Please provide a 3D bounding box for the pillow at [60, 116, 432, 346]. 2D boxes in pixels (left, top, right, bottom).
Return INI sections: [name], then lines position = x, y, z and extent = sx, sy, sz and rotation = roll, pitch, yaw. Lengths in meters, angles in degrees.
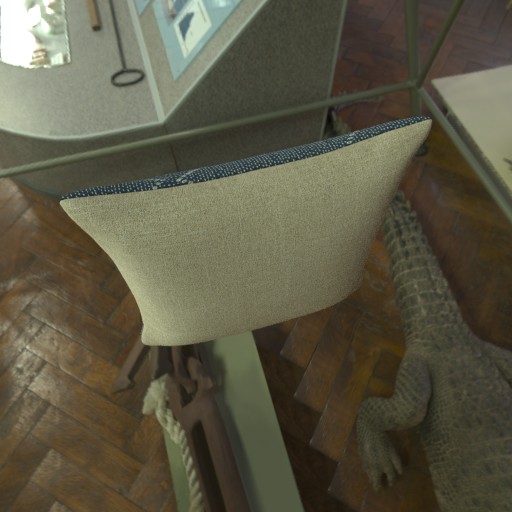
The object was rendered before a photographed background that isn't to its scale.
[pillow]
position = 0.000, 0.000, 0.671
extent = 0.435, 0.428, 0.148
rotation = -14, 60, -8
